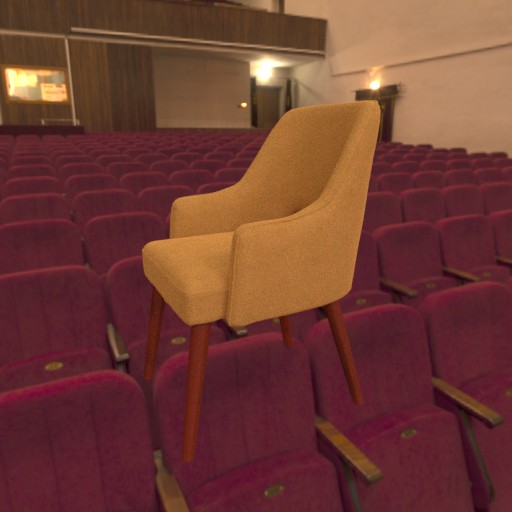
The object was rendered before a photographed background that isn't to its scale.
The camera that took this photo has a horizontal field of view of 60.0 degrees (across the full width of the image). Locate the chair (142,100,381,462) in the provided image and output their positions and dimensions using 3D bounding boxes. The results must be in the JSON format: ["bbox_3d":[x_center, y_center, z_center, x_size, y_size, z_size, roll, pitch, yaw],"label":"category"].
[{"bbox_3d":[0.000,0.000,1.270,0.605,0.849,0.548,-7,17,-25],"label":"chair"}]
